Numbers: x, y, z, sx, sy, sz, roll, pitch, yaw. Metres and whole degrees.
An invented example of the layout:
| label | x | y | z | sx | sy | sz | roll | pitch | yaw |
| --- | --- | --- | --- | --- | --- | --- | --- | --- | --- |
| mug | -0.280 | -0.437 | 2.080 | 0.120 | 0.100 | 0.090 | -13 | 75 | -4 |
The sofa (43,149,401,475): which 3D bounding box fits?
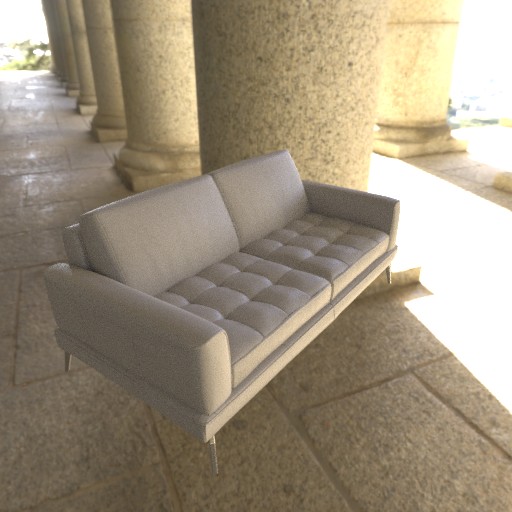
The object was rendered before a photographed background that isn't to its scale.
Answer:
| label | x | y | z | sx | sy | sz | roll | pitch | yaw |
| --- | --- | --- | --- | --- | --- | --- | --- | --- | --- |
| sofa | 0.000 | 0.000 | 2.727 | 1.121 | 0.930 | 2.177 | 18 | 31 | 32 |
